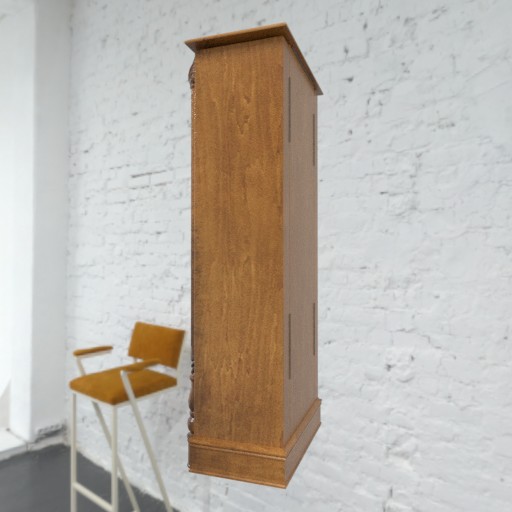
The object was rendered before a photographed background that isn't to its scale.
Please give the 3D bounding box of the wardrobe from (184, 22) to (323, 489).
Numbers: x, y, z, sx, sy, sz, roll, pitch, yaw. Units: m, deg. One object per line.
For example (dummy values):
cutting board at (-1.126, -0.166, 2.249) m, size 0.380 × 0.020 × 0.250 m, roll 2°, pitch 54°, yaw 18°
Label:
wardrobe at (0.000, 0.000, 1.137) m, size 0.273 × 0.959 × 0.406 m, roll 0°, pitch -1°, yaw 19°
